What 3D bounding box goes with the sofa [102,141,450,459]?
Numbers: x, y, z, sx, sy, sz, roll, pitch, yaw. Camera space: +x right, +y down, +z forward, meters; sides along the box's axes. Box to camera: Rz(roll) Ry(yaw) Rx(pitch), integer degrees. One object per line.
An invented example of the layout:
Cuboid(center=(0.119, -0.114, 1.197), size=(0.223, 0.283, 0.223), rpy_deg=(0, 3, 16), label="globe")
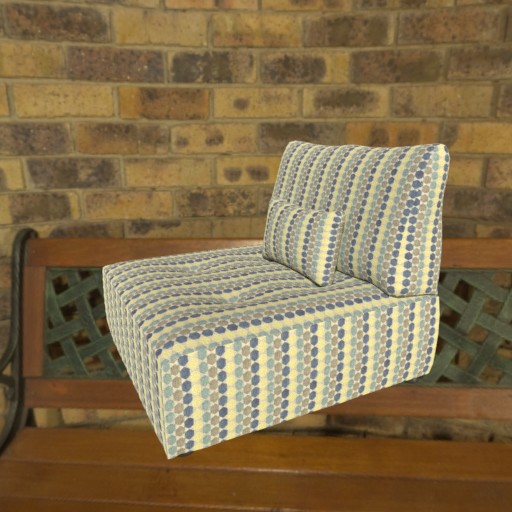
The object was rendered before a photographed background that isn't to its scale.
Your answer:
Cuboid(center=(0.000, 0.000, 1.676), size=(1.000, 0.830, 0.930), rpy_deg=(-8, 17, -26), label="sofa")
